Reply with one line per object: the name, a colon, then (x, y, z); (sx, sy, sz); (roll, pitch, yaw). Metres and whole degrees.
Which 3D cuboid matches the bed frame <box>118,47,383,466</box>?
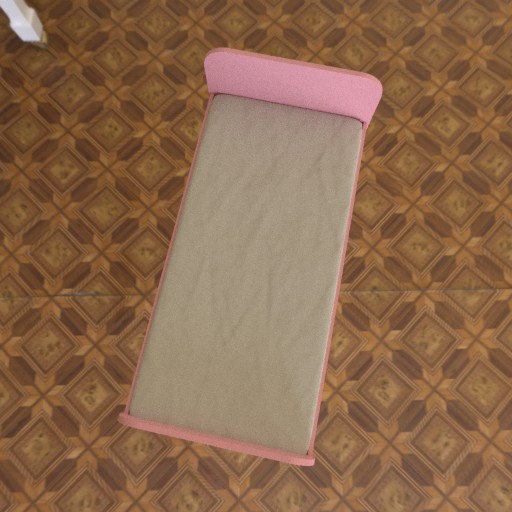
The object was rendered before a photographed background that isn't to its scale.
bed frame: (0.000, 0.000, 2.478); (0.998, 0.805, 1.963); (12, 76, 3)
